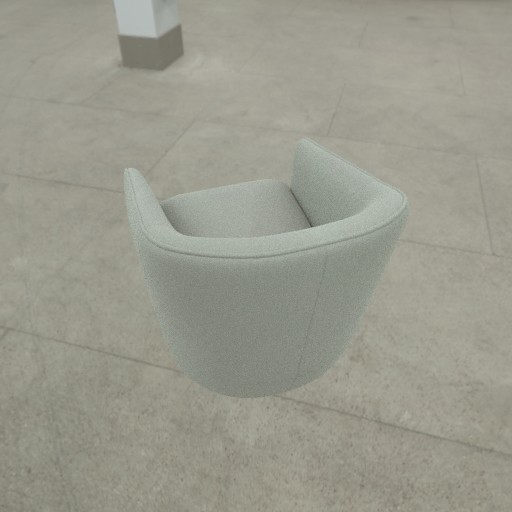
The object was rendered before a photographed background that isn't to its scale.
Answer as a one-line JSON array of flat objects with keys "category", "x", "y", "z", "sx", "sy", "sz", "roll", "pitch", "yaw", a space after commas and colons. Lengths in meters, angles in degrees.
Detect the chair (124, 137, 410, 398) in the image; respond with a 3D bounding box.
[{"category": "chair", "x": 0.000, "y": 0.000, "z": 1.476, "sx": 0.747, "sy": 0.799, "sz": 0.875, "roll": -13, "pitch": 43, "yaw": -14}]
